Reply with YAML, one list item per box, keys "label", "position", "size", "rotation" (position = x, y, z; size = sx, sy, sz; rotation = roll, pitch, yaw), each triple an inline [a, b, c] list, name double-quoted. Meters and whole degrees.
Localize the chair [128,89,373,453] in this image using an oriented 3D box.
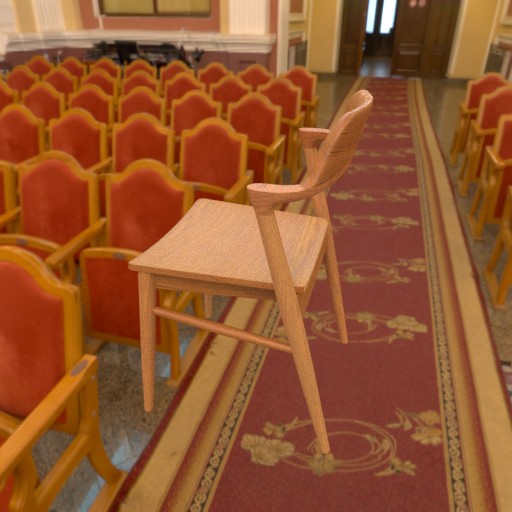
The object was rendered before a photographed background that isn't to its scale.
- label: "chair"
  position: [0.000, 0.000, 1.137]
  size: [0.499, 0.792, 0.512]
  rotation: [8, 30, 14]
